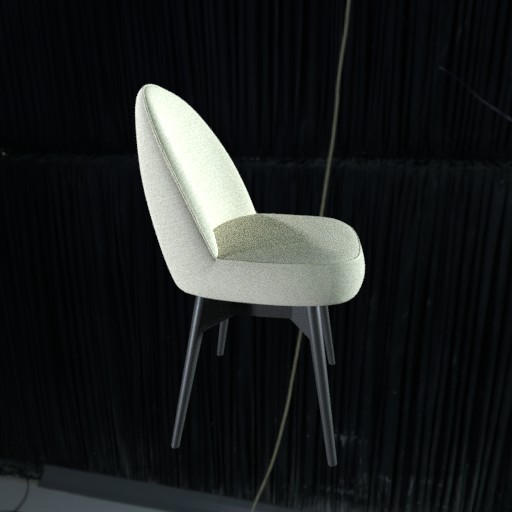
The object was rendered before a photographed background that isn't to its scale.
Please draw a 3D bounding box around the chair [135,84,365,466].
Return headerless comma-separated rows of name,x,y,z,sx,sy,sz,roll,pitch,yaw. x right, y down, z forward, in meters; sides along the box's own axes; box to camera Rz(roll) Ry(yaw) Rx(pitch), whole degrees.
chair,0.000,0.000,1.148,0.540,0.838,0.532,3,16,9
